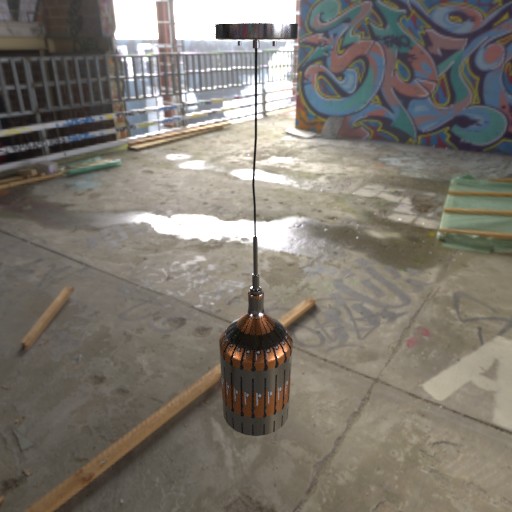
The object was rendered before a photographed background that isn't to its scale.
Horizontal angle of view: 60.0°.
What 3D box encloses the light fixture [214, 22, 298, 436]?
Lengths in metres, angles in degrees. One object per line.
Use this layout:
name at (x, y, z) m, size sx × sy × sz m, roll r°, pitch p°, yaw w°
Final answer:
light fixture at (0.000, 0.000, 1.655) m, size 0.303 × 1.535 × 0.303 m, roll 0°, pitch 26°, yaw 0°
